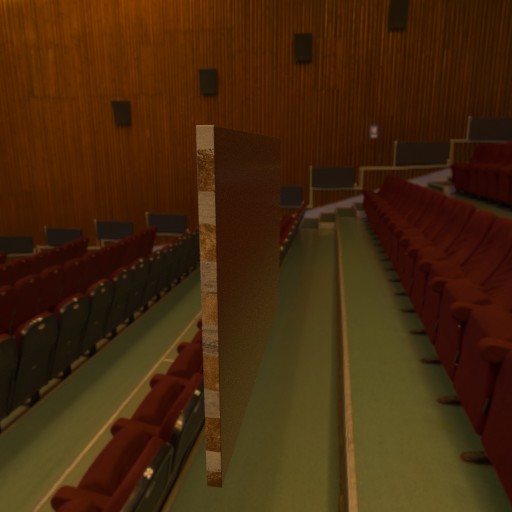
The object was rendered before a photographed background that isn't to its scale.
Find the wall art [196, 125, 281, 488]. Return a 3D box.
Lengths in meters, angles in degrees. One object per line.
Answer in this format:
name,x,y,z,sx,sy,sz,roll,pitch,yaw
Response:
wall art,0.000,0.000,1.153,0.027,0.610,0.932,2,14,9
